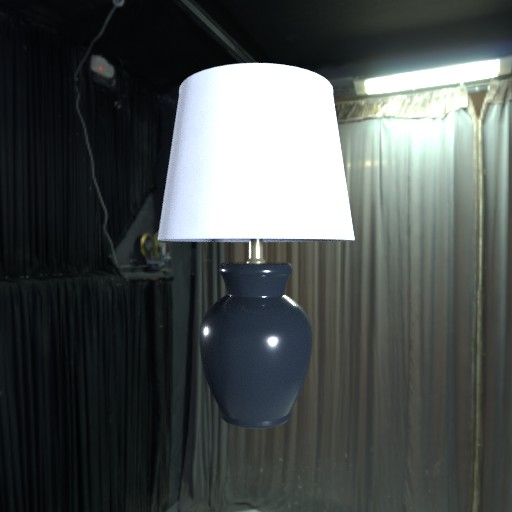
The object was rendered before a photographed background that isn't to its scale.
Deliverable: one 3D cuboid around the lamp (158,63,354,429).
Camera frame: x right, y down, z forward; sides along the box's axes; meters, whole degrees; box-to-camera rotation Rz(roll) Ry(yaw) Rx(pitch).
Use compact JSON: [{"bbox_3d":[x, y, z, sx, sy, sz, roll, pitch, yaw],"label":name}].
[{"bbox_3d":[0.000,0.000,0.552,0.239,0.399,0.239,0,1,0],"label":"lamp"}]
